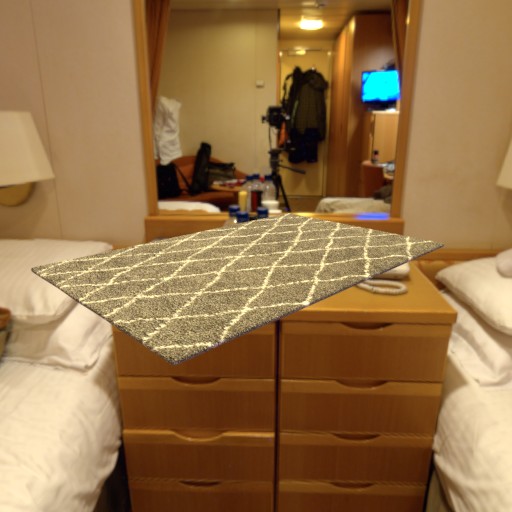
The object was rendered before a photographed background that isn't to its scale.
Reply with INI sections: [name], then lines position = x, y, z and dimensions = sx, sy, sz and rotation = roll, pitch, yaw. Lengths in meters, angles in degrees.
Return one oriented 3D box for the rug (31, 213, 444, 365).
[rug]
position = 0.000, 0.000, 3.447
dimensions = 2.743, 0.030, 1.778
rotation = -16, 23, -42
